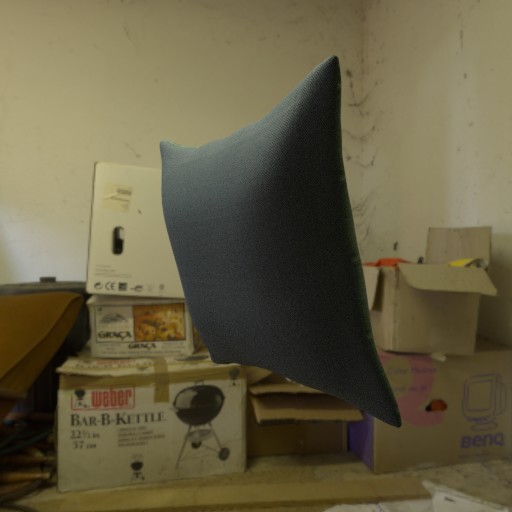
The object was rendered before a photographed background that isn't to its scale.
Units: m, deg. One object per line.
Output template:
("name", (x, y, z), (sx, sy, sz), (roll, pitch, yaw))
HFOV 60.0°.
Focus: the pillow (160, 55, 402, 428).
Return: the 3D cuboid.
("pillow", (0.000, 0.000, 0.683), (0.200, 0.430, 0.453), (0, 0, -36))
